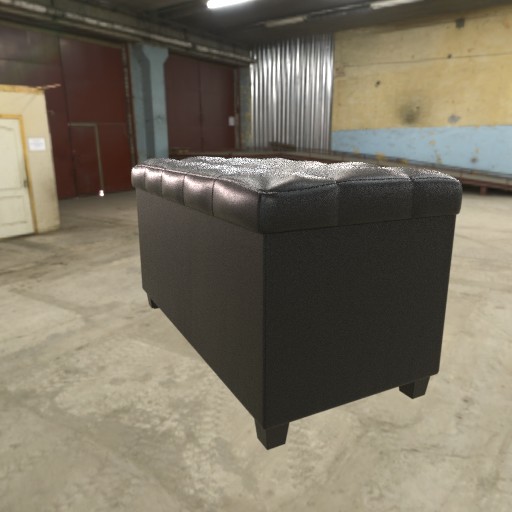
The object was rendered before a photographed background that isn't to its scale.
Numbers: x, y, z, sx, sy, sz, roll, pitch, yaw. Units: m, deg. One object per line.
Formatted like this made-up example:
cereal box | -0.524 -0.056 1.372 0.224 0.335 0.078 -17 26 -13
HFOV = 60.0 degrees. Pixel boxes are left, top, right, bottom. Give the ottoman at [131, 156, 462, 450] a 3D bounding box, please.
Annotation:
ottoman | 0.000 0.000 1.107 0.432 0.470 0.838 -7 16 -27
